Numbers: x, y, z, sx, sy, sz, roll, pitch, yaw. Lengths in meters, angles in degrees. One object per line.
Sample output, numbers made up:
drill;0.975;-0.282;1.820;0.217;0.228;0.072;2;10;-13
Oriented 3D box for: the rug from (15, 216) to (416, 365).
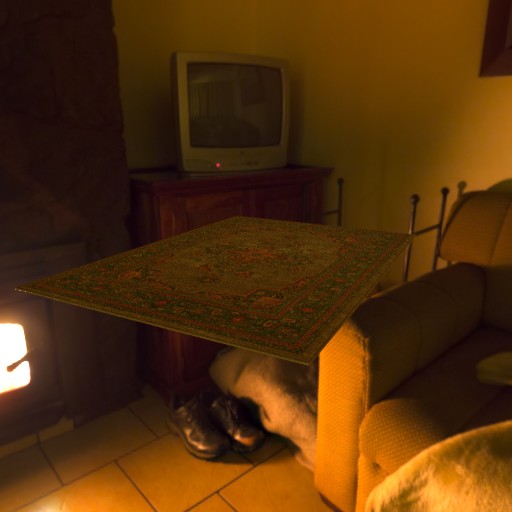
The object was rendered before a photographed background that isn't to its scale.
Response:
rug;0.000;0.000;2.825;1.609;0.013;2.214;8;18;27
